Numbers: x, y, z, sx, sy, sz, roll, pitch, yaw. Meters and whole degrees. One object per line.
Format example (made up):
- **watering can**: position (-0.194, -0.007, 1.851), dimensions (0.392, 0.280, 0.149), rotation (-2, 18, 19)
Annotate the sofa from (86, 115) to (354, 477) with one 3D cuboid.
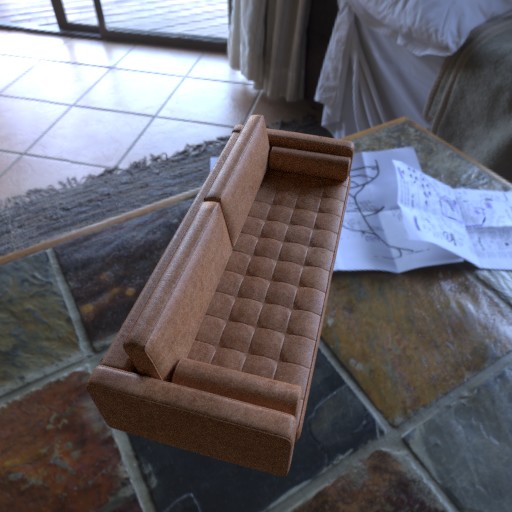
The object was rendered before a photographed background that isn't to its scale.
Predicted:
- **sofa**: position (0.000, 0.000, 2.631), dimensions (0.919, 0.770, 2.200), rotation (11, 47, 10)
